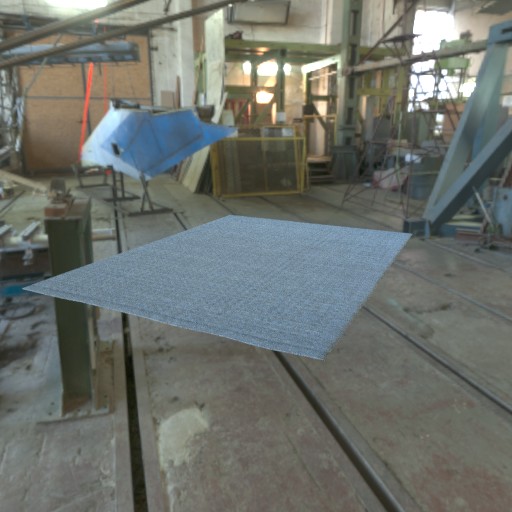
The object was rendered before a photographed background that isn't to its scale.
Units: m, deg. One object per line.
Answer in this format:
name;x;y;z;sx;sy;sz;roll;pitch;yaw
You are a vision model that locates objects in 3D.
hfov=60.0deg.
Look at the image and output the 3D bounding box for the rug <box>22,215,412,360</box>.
rug;0.000;0.000;4.269;2.443;0.007;3.200;8;19;26
